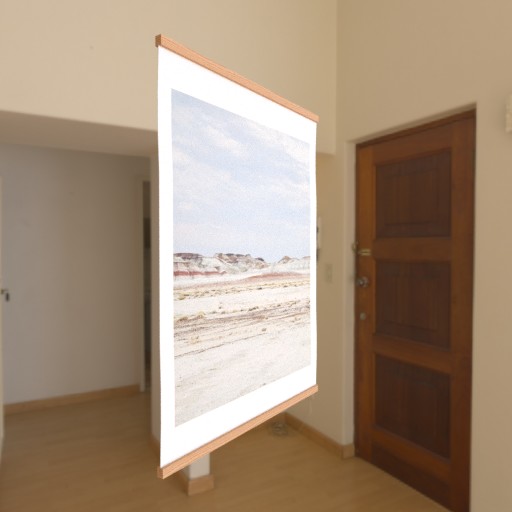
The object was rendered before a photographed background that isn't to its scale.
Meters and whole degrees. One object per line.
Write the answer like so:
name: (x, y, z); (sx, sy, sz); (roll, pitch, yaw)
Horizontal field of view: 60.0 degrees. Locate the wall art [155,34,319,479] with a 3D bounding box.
wall art: (0.000, 0.000, 0.793); (0.011, 0.605, 0.458); (1, 1, 35)
